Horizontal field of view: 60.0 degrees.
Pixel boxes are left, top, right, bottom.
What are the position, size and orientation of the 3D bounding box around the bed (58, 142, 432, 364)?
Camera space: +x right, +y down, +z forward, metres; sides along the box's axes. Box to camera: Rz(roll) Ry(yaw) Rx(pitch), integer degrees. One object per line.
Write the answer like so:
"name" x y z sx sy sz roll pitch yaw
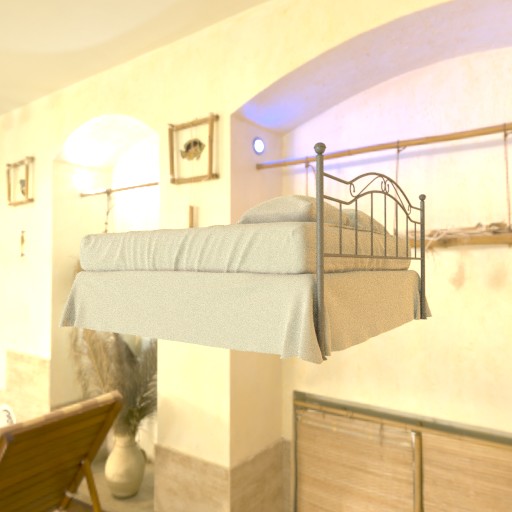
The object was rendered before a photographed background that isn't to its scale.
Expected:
"bed" 0.000 0.000 3.601 2.220 1.080 2.309 -1 -1 35
